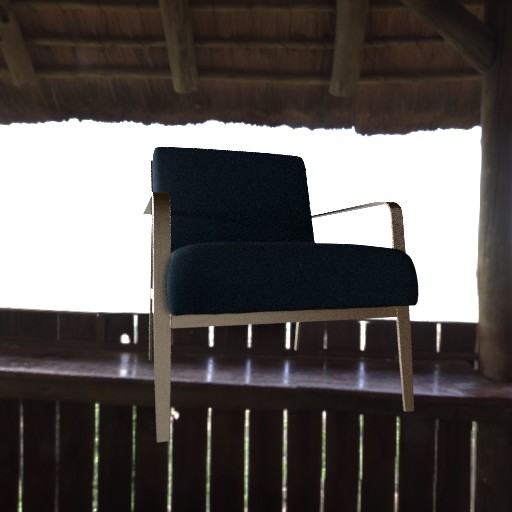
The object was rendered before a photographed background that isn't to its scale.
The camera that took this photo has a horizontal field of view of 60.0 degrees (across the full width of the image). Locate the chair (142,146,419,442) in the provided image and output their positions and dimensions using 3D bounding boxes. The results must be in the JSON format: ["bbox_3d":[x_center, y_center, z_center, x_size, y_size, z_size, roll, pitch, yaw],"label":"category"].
[{"bbox_3d":[0.000,0.000,1.436,0.692,0.831,0.859,0,1,-17],"label":"chair"}]
